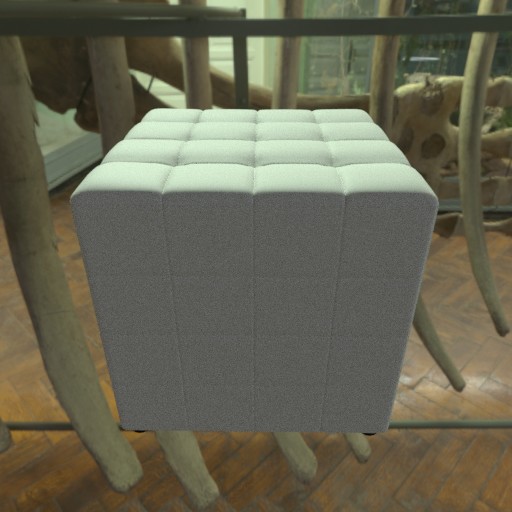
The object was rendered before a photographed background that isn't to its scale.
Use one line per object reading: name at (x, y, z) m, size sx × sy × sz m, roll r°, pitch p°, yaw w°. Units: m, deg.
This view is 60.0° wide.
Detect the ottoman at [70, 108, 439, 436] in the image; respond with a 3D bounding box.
ottoman at (0.000, 0.000, 0.783) m, size 0.425 × 0.432 × 0.425 m, roll 0°, pitch 30°, yaw 1°
